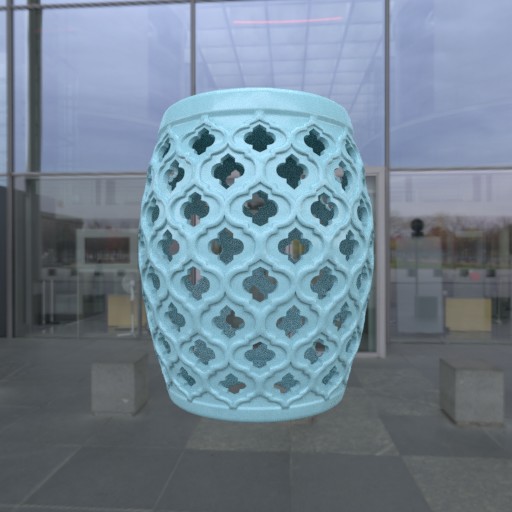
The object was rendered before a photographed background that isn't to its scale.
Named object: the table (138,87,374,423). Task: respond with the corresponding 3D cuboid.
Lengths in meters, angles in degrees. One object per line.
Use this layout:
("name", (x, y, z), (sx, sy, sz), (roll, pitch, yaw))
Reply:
("table", (0.000, 0.000, 0.632), (0.325, 0.388, 0.325), (0, 0, 0))
